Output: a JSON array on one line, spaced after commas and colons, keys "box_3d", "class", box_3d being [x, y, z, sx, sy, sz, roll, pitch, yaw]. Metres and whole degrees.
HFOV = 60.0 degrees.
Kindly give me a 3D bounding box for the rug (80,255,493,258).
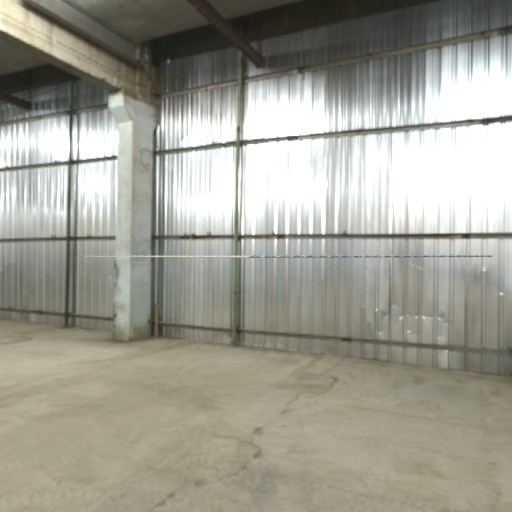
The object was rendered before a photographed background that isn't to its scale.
[{"box_3d": [0.000, 0.000, 4.346, 2.471, 0.016, 3.416, 0, 0, -36], "class": "rug"}]
